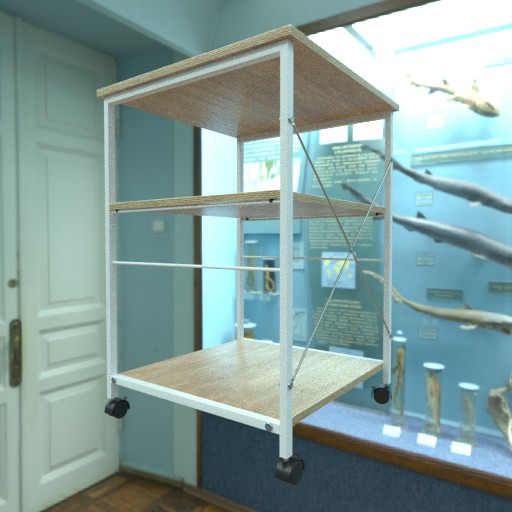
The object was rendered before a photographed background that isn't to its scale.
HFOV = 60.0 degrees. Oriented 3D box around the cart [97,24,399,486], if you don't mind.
[{"bbox_3d":[0.000,0.000,1.080,0.520,0.762,0.521,1,2,36],"label":"cart"}]
